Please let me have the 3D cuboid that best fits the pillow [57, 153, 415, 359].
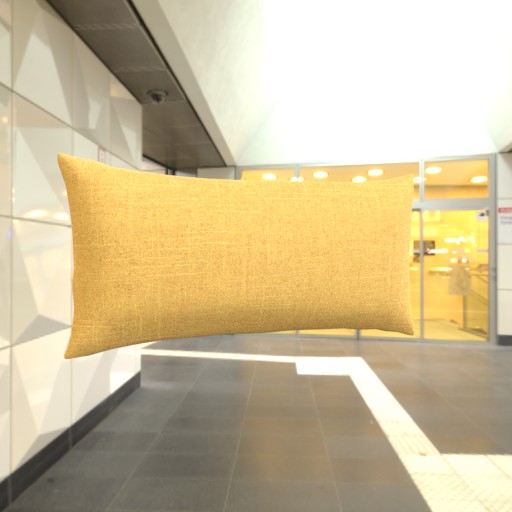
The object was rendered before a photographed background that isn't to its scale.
[{"bbox_3d":[0.000,0.000,1.041,0.859,0.429,0.197,0,0,-16],"label":"pillow"}]
